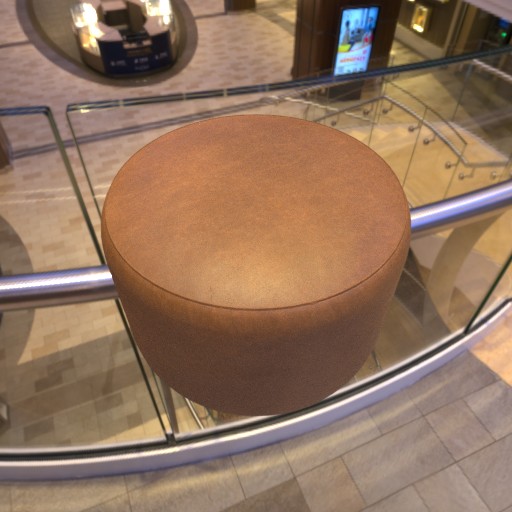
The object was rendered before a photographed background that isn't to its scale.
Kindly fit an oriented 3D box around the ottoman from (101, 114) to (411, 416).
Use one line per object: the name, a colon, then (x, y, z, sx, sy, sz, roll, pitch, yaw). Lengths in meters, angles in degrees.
ottoman: (0.000, 0.000, 0.991, 0.607, 0.438, 0.607, 0, 47, 0)
